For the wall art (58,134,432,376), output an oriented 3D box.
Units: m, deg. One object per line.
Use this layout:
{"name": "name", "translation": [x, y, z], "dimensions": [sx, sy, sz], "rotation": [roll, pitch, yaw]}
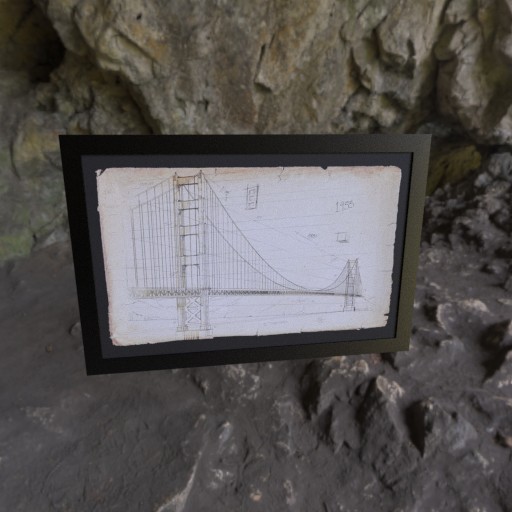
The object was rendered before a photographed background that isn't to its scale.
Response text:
{"name": "wall art", "translation": [0.000, 0.000, 0.845], "dimensions": [0.660, 0.447, 0.013], "rotation": [-2, 16, -8]}
